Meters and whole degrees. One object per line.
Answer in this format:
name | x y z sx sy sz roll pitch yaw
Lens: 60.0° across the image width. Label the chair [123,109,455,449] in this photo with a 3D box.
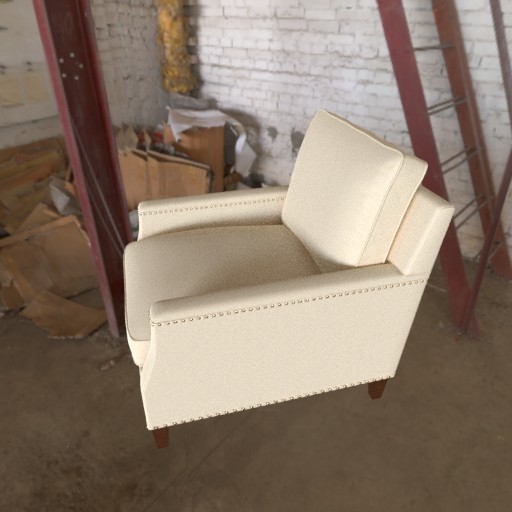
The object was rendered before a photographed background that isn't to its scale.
chair | 0.000 0.000 1.718 1.014 0.943 0.853 -8 31 -13
